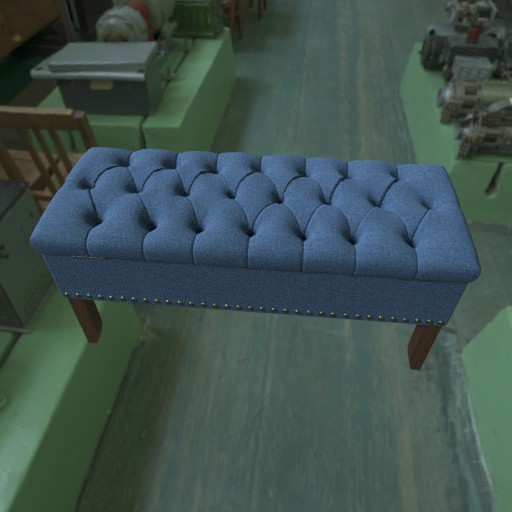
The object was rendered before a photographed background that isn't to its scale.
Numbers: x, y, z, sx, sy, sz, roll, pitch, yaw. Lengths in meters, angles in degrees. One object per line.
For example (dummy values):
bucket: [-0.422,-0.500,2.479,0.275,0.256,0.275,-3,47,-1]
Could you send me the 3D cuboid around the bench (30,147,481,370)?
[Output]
bench: [0.000,0.000,1.305,1.052,0.492,0.417,4,45,4]
